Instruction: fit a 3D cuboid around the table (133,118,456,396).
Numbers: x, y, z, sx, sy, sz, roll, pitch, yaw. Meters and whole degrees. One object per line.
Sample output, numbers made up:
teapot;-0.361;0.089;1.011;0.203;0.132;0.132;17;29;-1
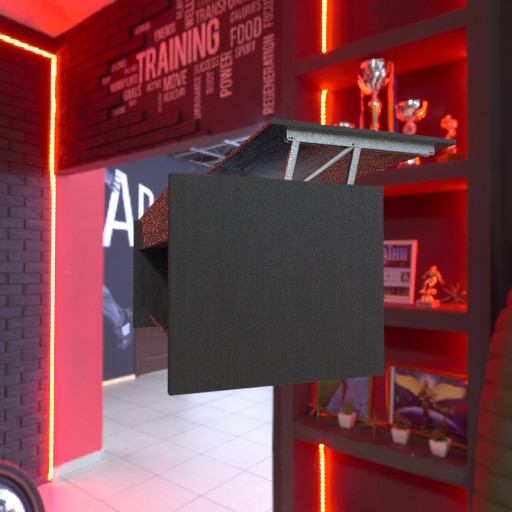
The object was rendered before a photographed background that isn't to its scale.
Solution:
table;0.000;0.000;1.458;0.712;0.570;1.000;0;-1;-19
